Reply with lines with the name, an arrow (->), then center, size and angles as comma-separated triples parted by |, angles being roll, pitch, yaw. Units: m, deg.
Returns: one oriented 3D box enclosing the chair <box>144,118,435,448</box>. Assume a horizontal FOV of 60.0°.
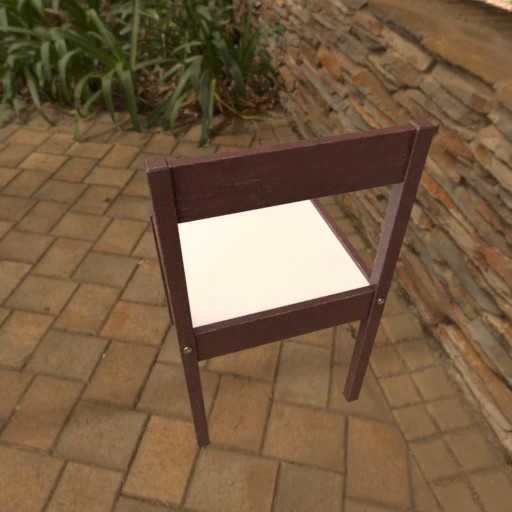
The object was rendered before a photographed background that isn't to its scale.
chair -> 0.000, 0.000, 0.672 | 0.285, 0.505, 0.285 | -12, 43, -13
